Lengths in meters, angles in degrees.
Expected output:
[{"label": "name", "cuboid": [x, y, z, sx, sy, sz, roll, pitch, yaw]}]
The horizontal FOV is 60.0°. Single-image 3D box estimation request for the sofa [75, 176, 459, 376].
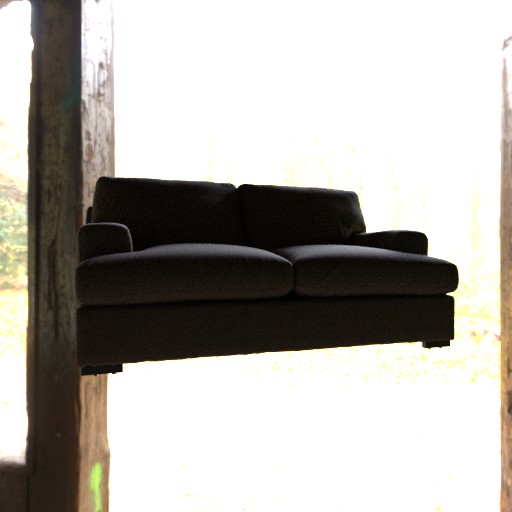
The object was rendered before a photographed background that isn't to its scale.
[{"label": "sofa", "cuboid": [0.000, 0.000, 2.486, 1.880, 0.940, 1.143, 0, 0, -18]}]
